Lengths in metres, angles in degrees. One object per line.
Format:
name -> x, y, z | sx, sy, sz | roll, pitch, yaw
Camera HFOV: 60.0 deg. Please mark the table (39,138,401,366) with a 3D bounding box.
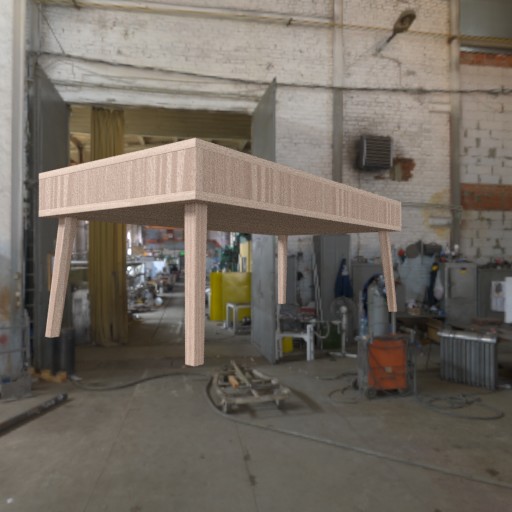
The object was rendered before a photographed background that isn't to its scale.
table -> 0.000, 0.000, 1.521 | 0.600, 0.450, 1.200 | 0, -1, 37
